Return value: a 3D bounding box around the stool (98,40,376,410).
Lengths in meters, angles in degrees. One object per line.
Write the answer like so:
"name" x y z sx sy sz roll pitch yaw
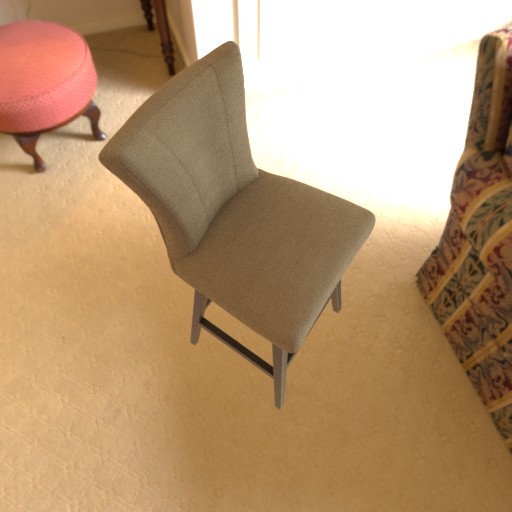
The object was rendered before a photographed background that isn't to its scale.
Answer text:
"stool" 0.000 0.000 1.447 0.574 1.086 0.514 29 63 17
